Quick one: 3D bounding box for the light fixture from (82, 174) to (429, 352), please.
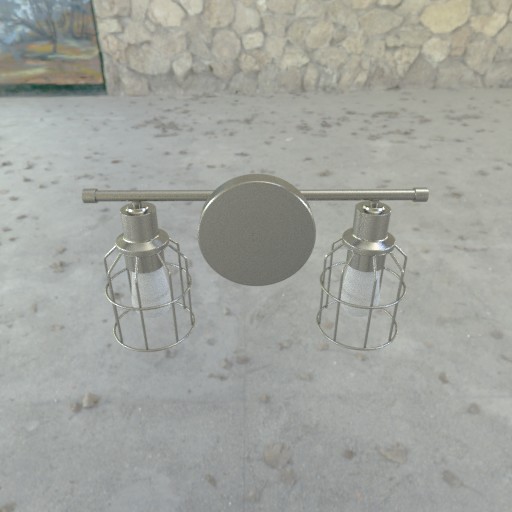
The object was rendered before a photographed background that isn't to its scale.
[{"bbox_3d":[0.000,0.000,0.539,0.406,0.254,0.165,0,30,0],"label":"light fixture"}]
